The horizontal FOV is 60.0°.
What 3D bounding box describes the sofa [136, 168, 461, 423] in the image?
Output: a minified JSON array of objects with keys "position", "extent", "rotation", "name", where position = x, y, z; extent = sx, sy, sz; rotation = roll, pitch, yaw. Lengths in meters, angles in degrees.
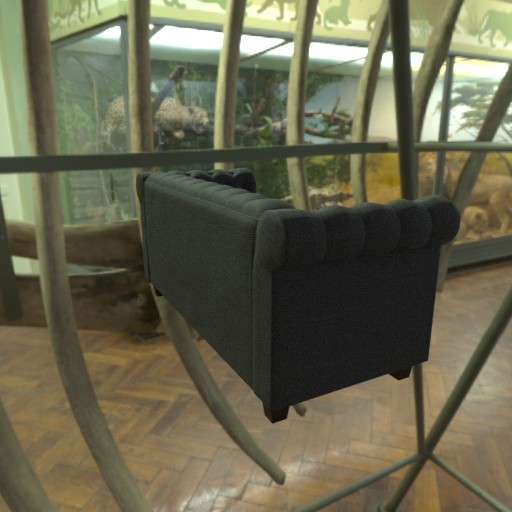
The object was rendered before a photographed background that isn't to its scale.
[{"position":[0.000,0.000,2.286],"extent":[0.783,0.797,1.798],"rotation":[-8,17,-27],"name":"sofa"}]
